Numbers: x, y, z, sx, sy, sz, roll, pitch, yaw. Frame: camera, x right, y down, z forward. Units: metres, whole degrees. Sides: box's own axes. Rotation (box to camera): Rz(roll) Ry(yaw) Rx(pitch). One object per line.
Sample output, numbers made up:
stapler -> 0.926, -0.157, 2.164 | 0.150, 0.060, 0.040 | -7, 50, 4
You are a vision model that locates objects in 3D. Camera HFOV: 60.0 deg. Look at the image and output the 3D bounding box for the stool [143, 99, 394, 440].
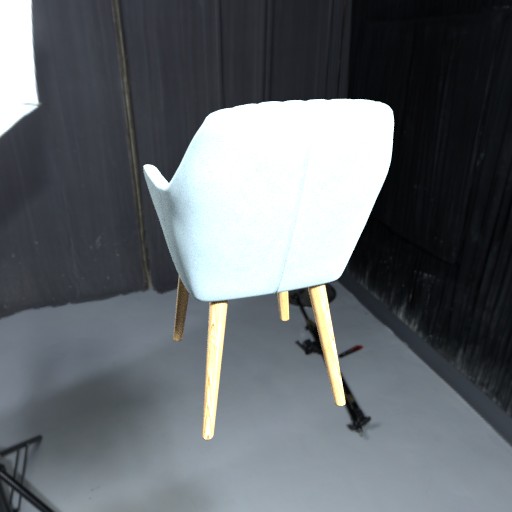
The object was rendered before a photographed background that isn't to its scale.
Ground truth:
stool -> 0.000, 0.000, 1.161 | 0.503, 0.830, 0.590 | -8, 27, -16
